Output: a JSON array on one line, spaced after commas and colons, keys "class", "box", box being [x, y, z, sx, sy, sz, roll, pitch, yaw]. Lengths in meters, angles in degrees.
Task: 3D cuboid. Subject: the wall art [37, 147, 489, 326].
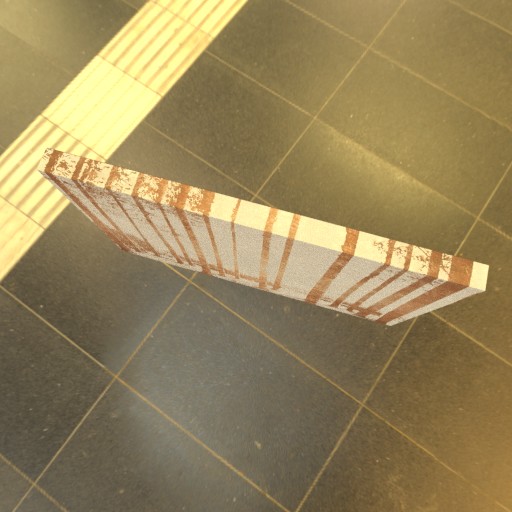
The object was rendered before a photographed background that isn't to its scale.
[{"class": "wall art", "box": [0.000, 0.000, 0.778, 0.609, 0.405, 0.035, 15, 75, 4]}]
